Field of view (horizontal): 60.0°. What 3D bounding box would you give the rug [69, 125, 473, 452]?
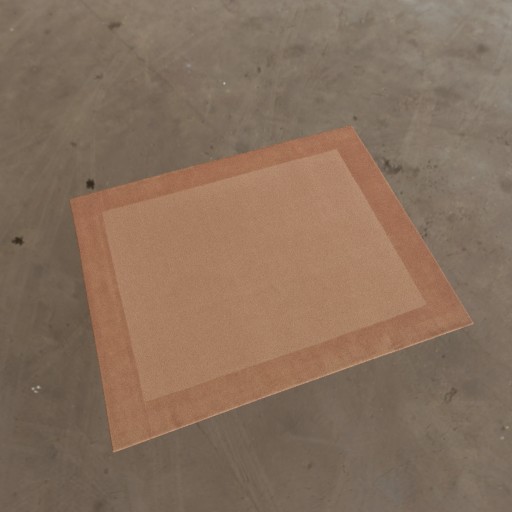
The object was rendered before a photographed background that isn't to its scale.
[{"bbox_3d":[0.000,0.000,4.051,3.057,0.021,2.431,-17,62,-9],"label":"rug"}]
